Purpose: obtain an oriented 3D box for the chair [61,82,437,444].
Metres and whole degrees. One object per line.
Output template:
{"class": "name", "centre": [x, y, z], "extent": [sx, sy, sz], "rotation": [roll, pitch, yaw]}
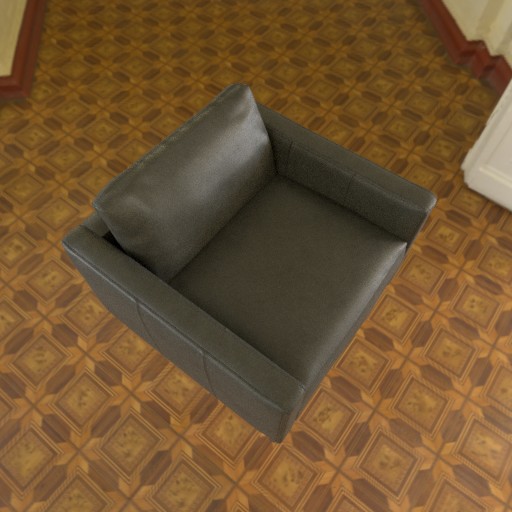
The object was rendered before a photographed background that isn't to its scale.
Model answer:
{"class": "chair", "centre": [0.000, 0.000, 1.532], "extent": [0.861, 0.824, 0.967], "rotation": [33, 64, 18]}
